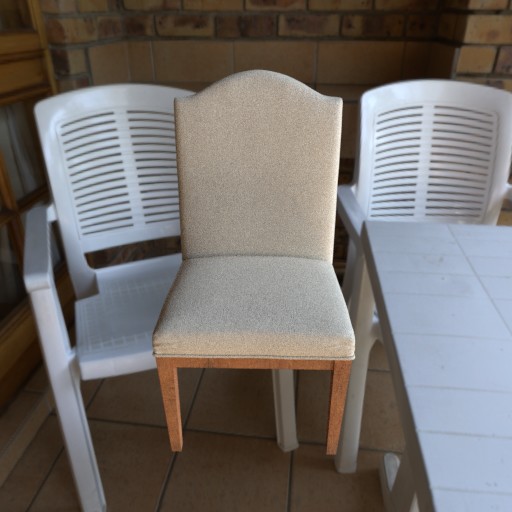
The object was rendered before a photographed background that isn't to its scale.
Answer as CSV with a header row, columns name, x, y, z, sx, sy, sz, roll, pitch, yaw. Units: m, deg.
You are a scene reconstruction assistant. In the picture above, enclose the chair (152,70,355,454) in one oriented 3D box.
name,x,y,z,sx,sy,sz,roll,pitch,yaw
chair,0.000,0.000,1.381,0.534,1.012,0.648,1,29,1
